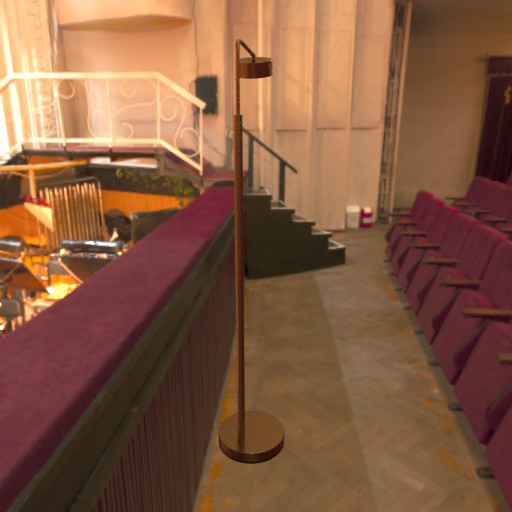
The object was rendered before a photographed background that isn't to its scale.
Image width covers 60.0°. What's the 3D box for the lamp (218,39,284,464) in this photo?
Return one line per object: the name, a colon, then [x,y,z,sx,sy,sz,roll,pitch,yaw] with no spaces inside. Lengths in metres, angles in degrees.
lamp: [0.000,0.000,1.412,0.219,1.230,0.418,2,16,9]
